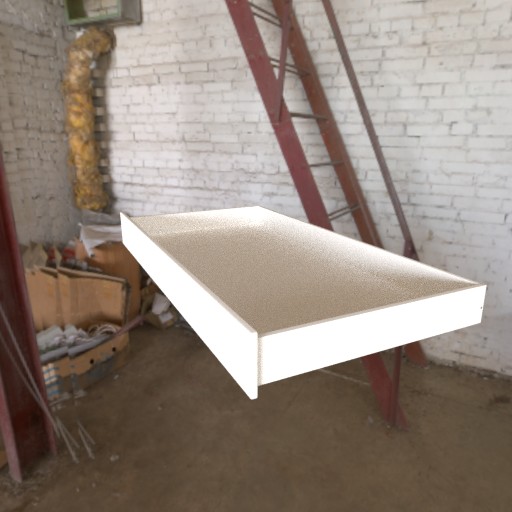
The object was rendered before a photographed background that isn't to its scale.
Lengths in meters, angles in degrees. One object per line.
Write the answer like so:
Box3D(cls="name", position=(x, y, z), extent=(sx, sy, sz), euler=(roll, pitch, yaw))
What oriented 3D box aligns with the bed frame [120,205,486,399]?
Box3D(cls="bed frame", position=(0.000, 0.000, 1.531), extent=(0.670, 0.141, 1.300), euler=(-8, 19, -25))
